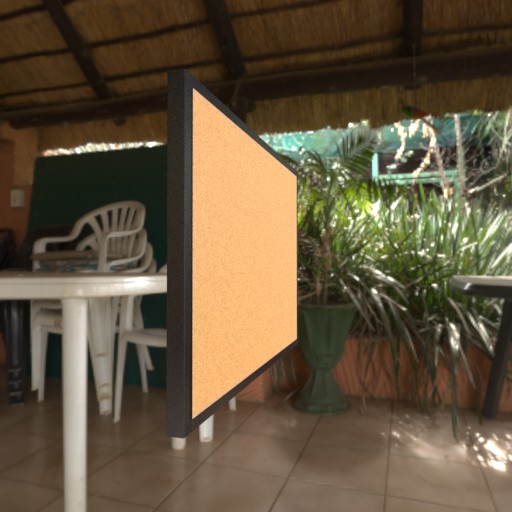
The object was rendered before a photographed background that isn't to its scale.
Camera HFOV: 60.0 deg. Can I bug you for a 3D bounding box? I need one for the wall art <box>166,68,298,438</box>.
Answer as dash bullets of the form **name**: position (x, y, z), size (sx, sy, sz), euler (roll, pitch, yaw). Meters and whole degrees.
- **wall art**: position (0.000, 0.000, 0.864), size (0.027, 0.458, 0.657), euler (0, -1, 18)
